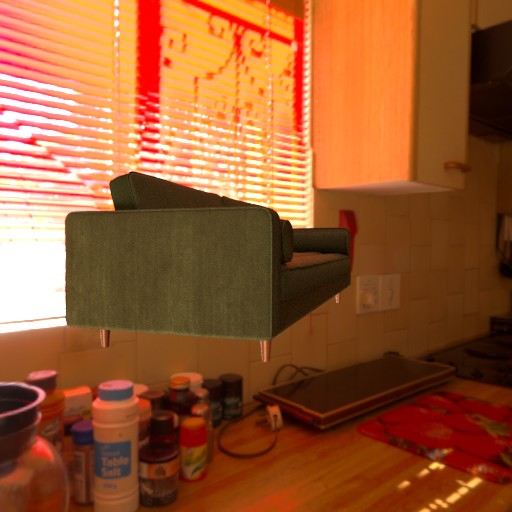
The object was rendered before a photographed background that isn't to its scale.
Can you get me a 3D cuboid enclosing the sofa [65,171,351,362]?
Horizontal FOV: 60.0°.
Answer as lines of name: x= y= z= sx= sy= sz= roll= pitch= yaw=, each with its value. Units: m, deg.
sofa: x=0.000 y=0.000 z=2.700 sx=0.918 sy=0.769 sz=2.199 roll=0 pitch=2 yaw=19
